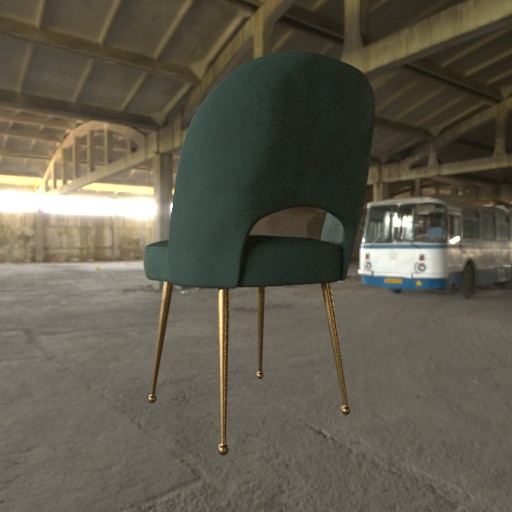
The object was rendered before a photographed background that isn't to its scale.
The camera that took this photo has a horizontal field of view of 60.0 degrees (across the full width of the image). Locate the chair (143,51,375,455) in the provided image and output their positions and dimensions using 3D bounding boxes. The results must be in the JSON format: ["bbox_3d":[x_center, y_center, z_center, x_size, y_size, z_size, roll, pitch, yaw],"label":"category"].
[{"bbox_3d":[0.000,0.000,1.190,0.527,0.860,0.577,-1,2,-36],"label":"chair"}]
